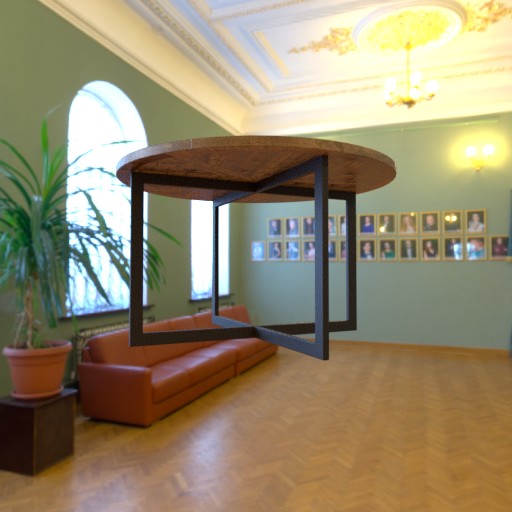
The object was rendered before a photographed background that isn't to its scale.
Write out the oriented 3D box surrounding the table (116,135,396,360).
[{"bbox_3d":[0.000,0.000,2.083,1.264,0.762,1.264,0,-2,0],"label":"table"}]
